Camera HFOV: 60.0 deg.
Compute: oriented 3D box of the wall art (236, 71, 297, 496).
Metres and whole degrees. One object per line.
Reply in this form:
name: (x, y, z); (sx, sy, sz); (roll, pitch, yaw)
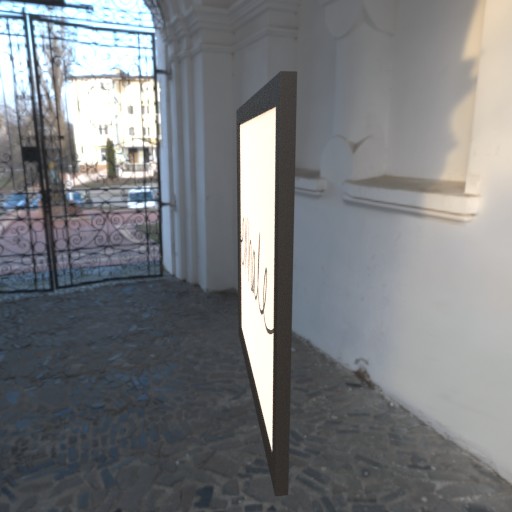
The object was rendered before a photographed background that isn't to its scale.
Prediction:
wall art: (0.000, 0.000, 0.528); (0.012, 0.357, 0.358); (-2, 14, -7)
